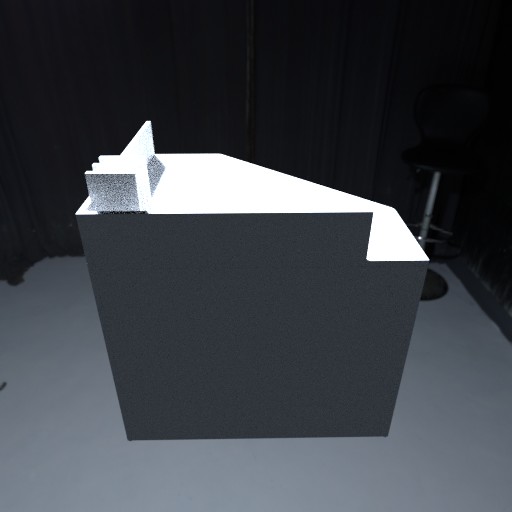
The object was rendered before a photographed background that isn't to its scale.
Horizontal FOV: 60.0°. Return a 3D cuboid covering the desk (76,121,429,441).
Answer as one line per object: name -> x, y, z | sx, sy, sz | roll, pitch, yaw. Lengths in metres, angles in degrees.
desk -> 0.000, 0.000, 1.753 | 0.940, 0.986, 0.940 | -1, 31, -1
